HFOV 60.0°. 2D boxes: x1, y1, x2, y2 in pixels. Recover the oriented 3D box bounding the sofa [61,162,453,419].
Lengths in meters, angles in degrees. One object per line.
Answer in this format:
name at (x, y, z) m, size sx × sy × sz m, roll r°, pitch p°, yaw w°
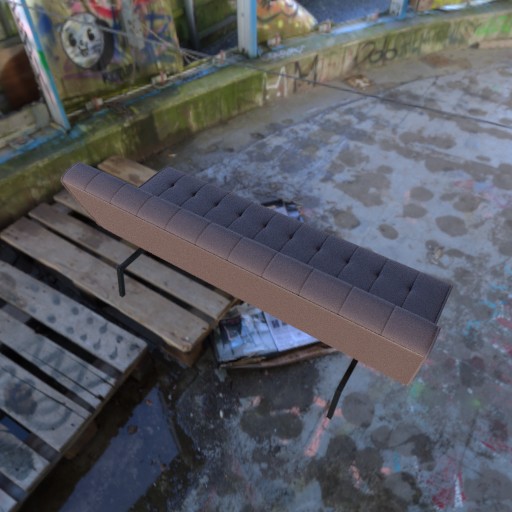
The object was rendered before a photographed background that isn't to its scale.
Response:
sofa at (0.000, 0.000, 2.125) m, size 1.703 × 0.699 × 0.747 m, roll 25°, pitch 52°, yaw 21°
